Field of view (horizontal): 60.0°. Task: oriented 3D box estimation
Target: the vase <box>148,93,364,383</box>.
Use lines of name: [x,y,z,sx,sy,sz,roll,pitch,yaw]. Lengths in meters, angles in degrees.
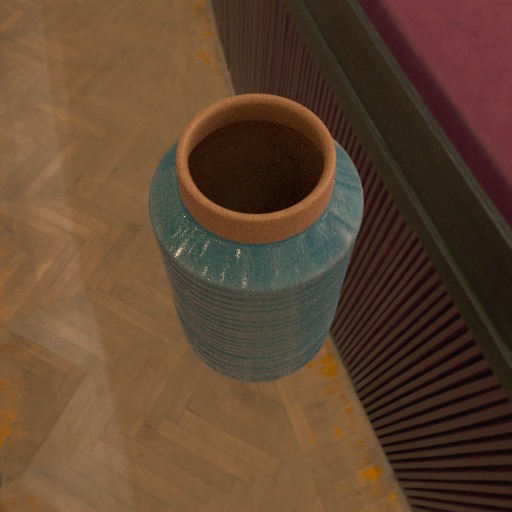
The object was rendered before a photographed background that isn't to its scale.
vase: [0.000,0.000,0.368,0.163,0.267,0.163,0,64,0]
